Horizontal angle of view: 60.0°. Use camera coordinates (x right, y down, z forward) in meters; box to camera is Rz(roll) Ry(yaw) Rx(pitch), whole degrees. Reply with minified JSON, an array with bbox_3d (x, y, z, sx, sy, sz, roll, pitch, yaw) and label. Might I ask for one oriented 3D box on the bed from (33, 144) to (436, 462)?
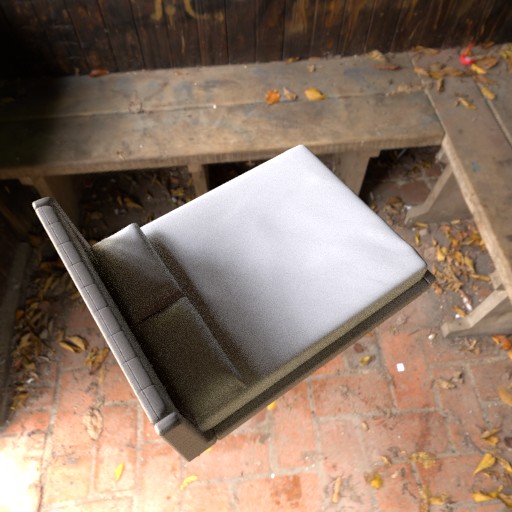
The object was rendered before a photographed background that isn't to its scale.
[{"bbox_3d":[0.000,0.000,3.186,2.232,1.147,1.656,-31,63,-17],"label":"bed"}]
